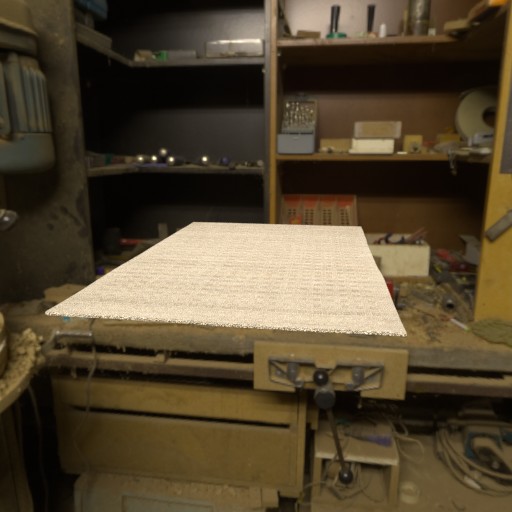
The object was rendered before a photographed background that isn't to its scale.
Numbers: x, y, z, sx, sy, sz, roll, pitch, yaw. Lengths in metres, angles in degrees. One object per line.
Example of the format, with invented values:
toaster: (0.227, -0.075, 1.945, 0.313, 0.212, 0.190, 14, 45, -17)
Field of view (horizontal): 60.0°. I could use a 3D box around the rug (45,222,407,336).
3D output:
rug: (0.000, 0.000, 2.921, 1.532, 0.018, 2.297, 2, 14, 8)
